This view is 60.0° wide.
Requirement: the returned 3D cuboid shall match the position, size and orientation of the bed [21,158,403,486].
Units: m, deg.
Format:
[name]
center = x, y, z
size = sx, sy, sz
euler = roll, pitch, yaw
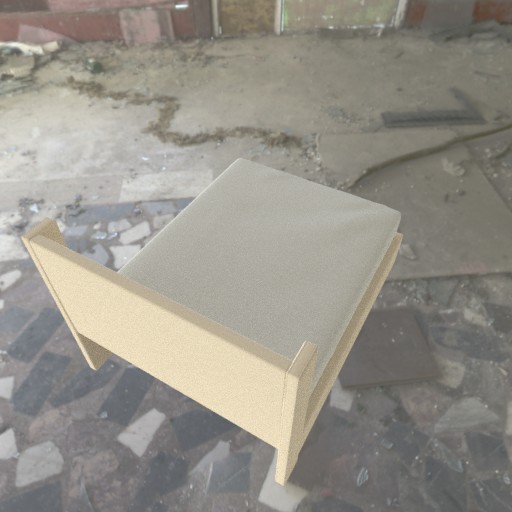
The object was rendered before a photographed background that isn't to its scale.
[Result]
[bed]
center = 0.000, 0.000, 3.406
size = 1.765, 1.471, 2.280
euler = 23, 51, 20
